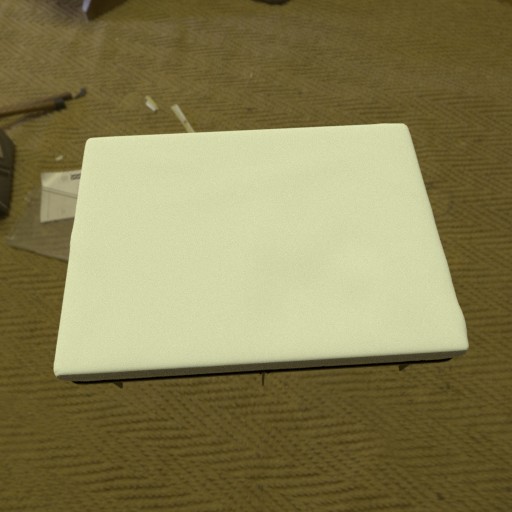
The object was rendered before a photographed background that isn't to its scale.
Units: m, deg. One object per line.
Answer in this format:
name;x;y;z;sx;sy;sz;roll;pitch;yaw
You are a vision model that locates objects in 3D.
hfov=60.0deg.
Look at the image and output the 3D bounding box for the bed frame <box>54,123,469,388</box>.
bed frame;0.000;0.000;2.521;1.905;0.637;1.372;-3;64;-2
